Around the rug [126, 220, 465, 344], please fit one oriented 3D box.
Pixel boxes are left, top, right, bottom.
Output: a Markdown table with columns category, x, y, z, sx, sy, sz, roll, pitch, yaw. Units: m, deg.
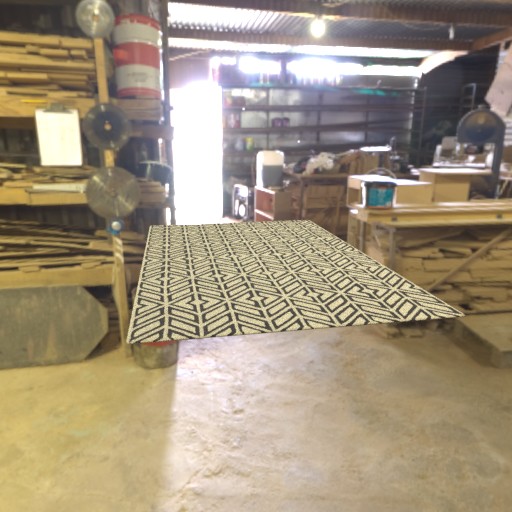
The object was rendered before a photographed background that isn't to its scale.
| category | x | y | z | sx | sy | sz | roll | pitch | yaw |
| --- | --- | --- | --- | --- | --- | --- | --- | --- | --- |
| rug | 0.000 | 0.000 | 3.065 | 1.523 | 0.008 | 2.438 | -3 | 16 | -10 |
